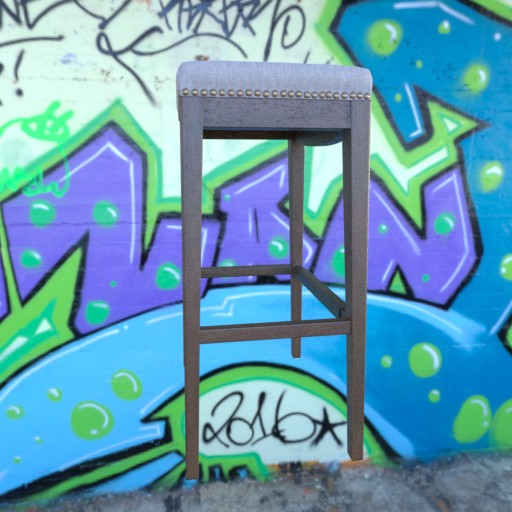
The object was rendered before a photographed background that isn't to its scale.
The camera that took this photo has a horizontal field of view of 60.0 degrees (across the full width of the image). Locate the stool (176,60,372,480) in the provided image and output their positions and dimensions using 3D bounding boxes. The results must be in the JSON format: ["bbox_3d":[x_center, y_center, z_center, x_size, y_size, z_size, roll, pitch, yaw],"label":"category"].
[{"bbox_3d":[0.000,0.000,1.034,0.356,0.762,0.508,-2,13,-9],"label":"stool"}]
